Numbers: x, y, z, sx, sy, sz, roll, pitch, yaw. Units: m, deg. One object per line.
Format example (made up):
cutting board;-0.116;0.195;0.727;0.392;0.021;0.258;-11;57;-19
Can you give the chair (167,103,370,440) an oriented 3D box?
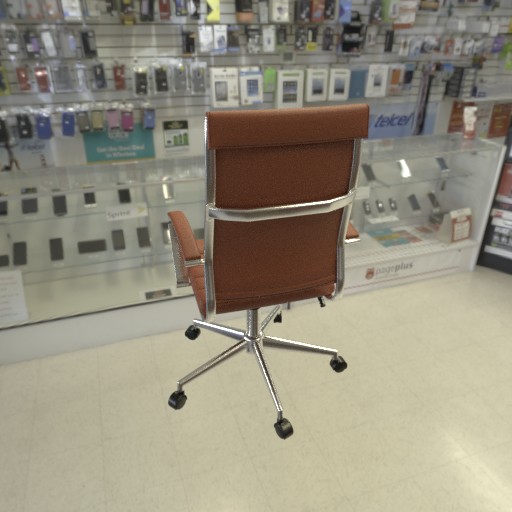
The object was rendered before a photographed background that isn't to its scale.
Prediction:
chair;0.000;0.000;1.643;0.766;1.149;0.739;-8;29;-15
